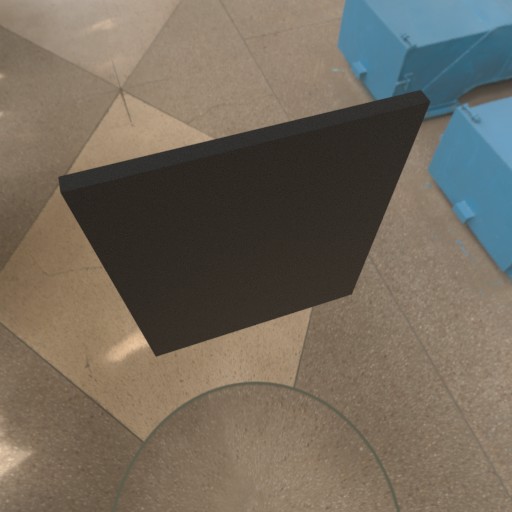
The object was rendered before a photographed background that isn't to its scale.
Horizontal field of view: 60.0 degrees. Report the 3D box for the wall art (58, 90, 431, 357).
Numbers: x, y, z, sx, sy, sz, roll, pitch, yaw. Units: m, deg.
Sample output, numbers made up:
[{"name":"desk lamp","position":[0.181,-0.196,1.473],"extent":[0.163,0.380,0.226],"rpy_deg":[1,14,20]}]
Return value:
[{"name":"wall art","position":[0.000,0.000,0.707],"extent":[0.428,0.505,0.023],"rpy_deg":[-16,60,-10]}]
